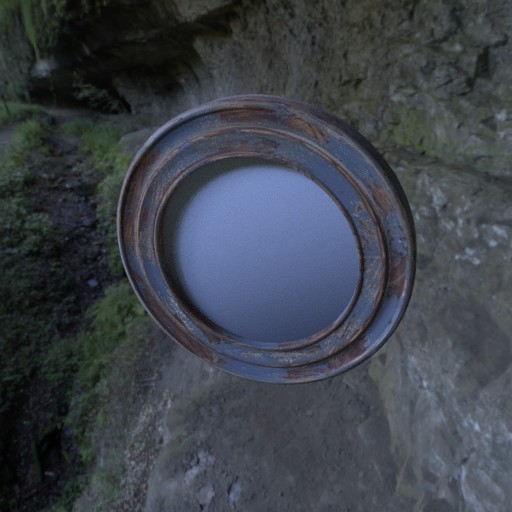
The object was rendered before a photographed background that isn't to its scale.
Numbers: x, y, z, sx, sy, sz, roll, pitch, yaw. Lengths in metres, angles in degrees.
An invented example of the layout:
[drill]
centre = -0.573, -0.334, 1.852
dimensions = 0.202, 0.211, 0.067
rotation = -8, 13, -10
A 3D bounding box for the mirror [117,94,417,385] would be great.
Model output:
[mirror]
centre = 0.000, 0.000, 0.857
dimensions = 0.585, 0.585, 0.061
rotation = 8, 27, 16
